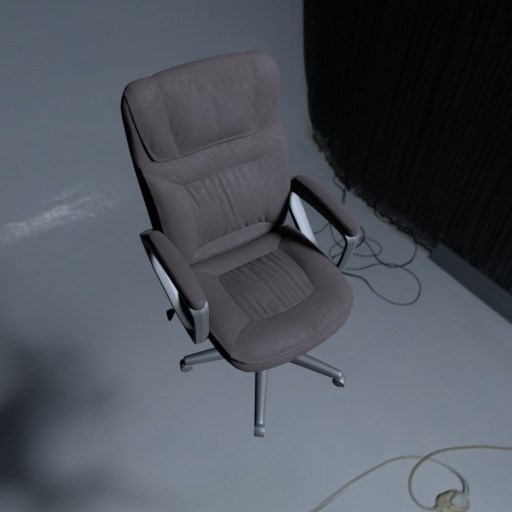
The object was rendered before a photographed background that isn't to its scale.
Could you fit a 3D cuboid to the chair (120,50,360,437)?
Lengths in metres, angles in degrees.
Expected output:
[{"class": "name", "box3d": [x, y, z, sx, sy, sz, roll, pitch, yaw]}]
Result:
[{"class": "chair", "box3d": [0.000, 0.000, 1.513, 0.667, 1.105, 0.724, -24, 51, -21]}]
